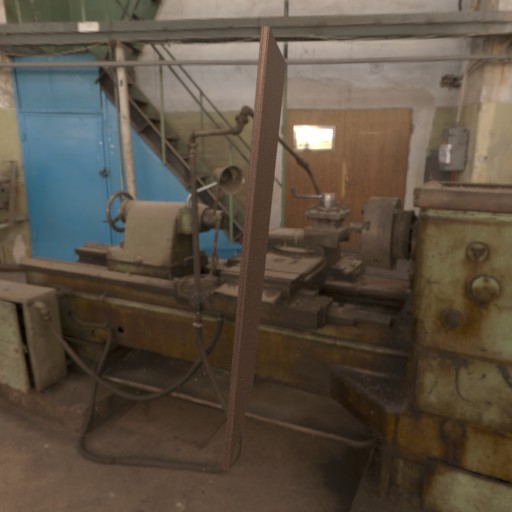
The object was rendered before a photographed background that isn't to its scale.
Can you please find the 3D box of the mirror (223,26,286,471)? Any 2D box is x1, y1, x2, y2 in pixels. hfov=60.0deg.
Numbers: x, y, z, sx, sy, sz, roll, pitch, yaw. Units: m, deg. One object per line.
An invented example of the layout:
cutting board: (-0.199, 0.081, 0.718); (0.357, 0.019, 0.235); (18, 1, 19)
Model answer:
mirror: (0.000, 0.000, 2.341); (0.221, 2.020, 0.812); (2, 14, 8)
